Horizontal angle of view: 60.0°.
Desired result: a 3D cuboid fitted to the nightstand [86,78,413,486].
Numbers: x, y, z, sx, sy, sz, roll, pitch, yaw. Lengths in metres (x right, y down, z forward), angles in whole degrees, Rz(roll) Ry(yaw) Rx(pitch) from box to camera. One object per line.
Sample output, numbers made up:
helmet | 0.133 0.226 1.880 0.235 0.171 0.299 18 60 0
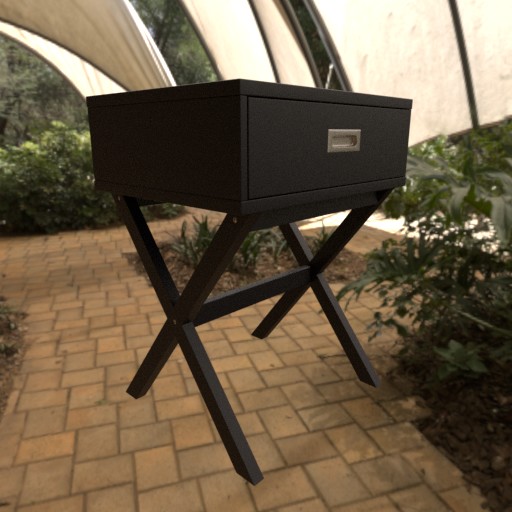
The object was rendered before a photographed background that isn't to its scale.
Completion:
nightstand | 0.000 0.000 0.924 0.402 0.623 0.479 14 21 42
